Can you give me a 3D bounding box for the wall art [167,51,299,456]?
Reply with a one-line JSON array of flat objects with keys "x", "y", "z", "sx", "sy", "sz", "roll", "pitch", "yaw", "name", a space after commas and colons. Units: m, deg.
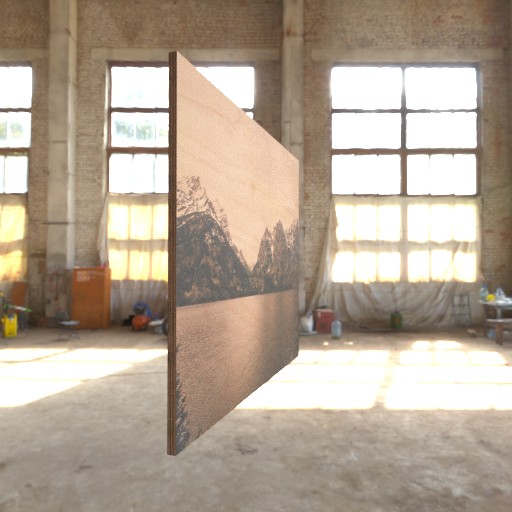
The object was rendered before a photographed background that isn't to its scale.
[{"x": 0.000, "y": 0.000, "z": 0.687, "sx": 0.010, "sy": 0.408, "sz": 0.508, "roll": 0, "pitch": -1, "yaw": 20, "name": "wall art"}]
